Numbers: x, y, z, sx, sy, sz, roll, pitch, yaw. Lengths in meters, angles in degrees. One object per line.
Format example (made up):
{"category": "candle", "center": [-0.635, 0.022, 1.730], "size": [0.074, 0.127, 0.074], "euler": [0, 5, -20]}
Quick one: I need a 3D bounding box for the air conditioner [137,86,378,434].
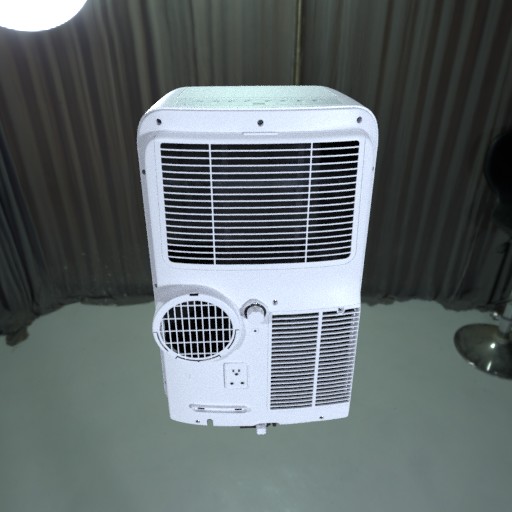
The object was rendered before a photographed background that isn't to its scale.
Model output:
{"category": "air conditioner", "center": [0.000, 0.000, 1.079], "size": [0.478, 0.765, 0.467], "euler": [-1, 30, -2]}
